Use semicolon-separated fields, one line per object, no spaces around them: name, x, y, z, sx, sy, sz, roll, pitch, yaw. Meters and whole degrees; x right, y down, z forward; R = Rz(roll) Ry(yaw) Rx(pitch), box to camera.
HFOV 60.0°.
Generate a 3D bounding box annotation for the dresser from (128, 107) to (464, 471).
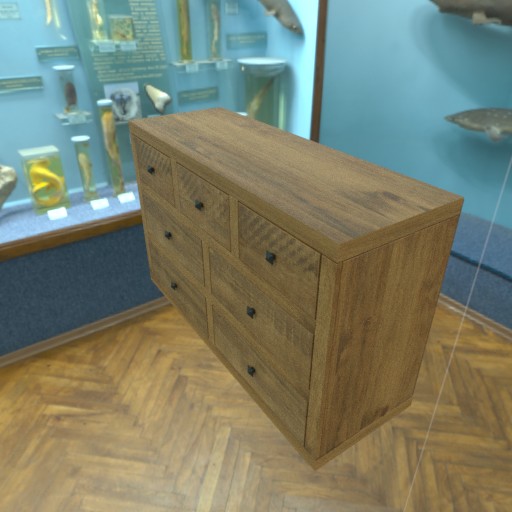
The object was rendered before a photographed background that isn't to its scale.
dresser;0.000;0.000;1.700;0.479;0.825;1.261;-19;36;-29
